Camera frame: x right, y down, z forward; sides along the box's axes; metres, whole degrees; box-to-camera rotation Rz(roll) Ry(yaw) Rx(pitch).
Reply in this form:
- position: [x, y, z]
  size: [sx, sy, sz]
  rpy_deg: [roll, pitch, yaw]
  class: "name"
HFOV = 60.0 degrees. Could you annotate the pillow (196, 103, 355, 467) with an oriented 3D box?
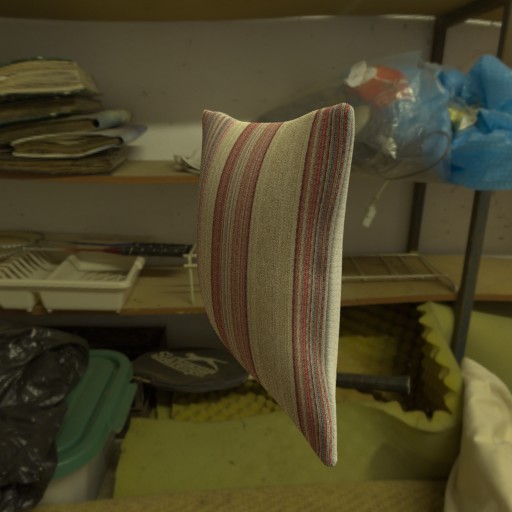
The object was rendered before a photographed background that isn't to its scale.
- position: [0.000, 0.000, 0.657]
  size: [0.136, 0.419, 0.437]
  rpy_deg: [-8, 19, -24]
  class: "pillow"
